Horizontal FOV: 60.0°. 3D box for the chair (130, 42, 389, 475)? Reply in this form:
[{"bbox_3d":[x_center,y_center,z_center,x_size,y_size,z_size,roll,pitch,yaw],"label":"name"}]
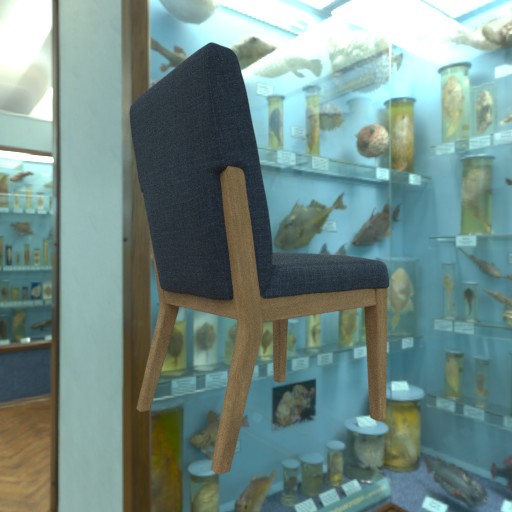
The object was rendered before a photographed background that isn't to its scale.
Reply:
[{"bbox_3d":[0.000,0.000,1.268,0.586,0.911,0.507,0,0,-35],"label":"chair"}]
